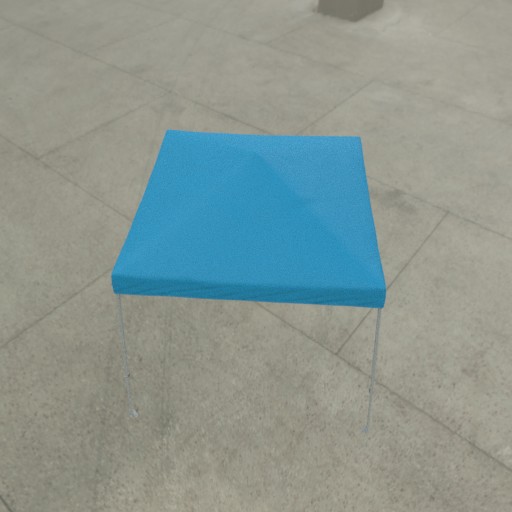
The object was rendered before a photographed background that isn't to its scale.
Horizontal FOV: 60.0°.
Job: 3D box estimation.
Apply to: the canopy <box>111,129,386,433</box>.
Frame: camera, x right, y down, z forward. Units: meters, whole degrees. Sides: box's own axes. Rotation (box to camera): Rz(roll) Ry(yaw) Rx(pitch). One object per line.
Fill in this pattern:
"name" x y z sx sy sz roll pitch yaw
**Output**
"canopy" 0.000 0.000 6.585 3.600 3.600 3.599 3 47 3
